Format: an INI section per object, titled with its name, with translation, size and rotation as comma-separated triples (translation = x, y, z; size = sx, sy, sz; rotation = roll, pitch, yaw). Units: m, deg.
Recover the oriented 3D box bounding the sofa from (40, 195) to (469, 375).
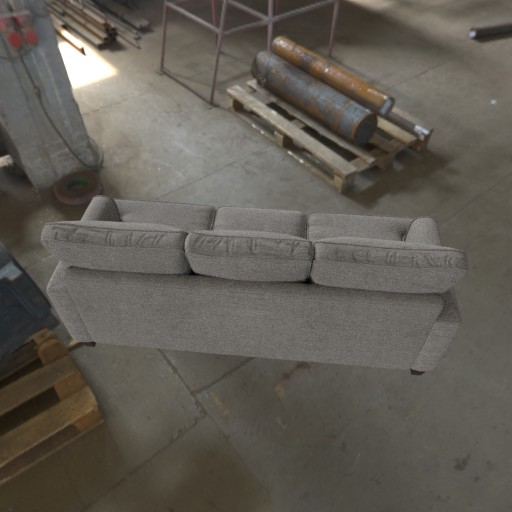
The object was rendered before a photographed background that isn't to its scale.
[sofa]
translation = 0.000, 0.000, 2.633
size = 2.158, 0.965, 0.951
rotation = 4, 48, 4
